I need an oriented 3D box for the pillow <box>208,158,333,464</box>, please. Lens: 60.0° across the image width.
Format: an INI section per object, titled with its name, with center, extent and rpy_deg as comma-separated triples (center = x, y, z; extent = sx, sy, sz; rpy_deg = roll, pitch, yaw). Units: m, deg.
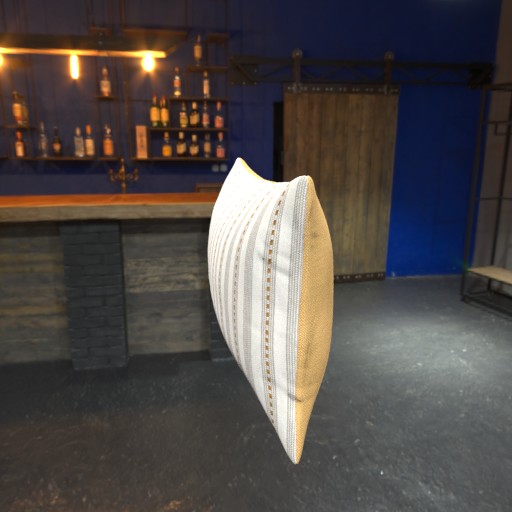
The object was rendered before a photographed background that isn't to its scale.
[pillow]
center = 0.000, 0.000, 0.709
extent = 0.151, 0.291, 0.608
rpy_deg = -2, 14, -8
